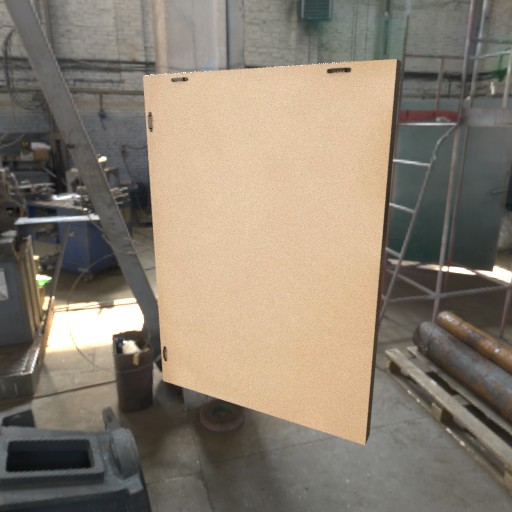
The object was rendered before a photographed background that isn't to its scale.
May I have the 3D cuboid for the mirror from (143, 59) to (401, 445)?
[{"bbox_3d":[0.000,0.000,0.908,0.507,0.710,0.040,8,18,26],"label":"mirror"}]
